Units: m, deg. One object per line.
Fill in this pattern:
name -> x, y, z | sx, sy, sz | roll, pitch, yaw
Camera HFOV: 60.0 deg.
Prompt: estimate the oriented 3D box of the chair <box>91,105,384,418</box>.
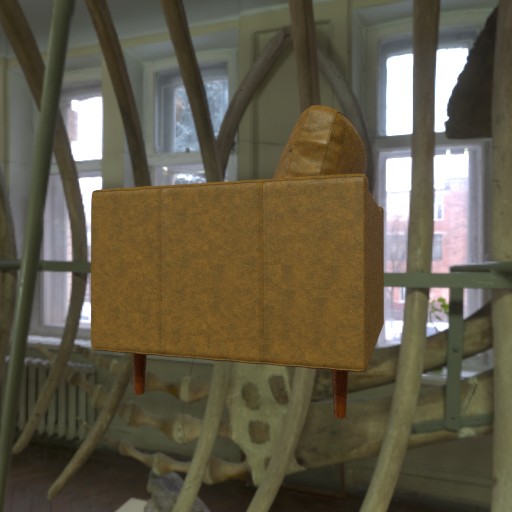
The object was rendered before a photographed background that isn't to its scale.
chair -> 0.000, 0.000, 1.717 | 0.909, 0.956, 0.890 | 0, 0, 19
